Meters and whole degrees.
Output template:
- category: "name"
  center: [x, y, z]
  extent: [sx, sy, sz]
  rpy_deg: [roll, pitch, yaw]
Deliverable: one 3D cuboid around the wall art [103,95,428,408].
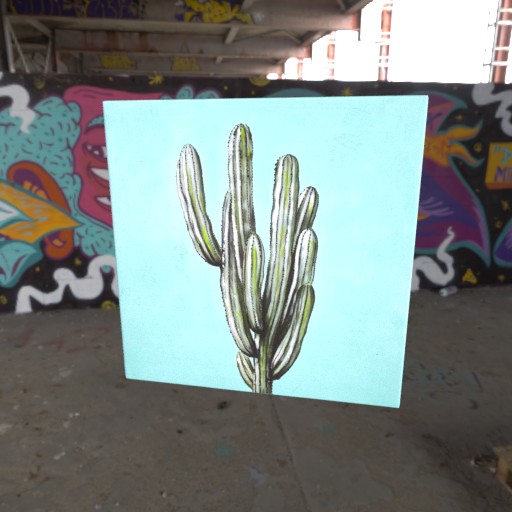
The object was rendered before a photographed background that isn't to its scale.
- category: "wall art"
  center: [0.000, 0.000, 1.601]
  extent: [1.071, 1.073, 0.070]
  rpy_deg: [3, 15, 11]
